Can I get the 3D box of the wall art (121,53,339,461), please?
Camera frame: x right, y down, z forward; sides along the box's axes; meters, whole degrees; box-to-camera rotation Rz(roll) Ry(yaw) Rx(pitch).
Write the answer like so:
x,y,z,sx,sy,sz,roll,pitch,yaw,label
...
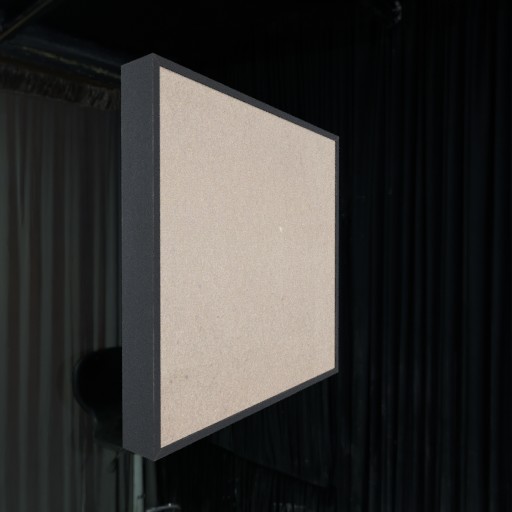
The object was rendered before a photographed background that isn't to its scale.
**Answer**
x,y,z,sx,sy,sz,roll,pitch,yaw,label
0.000,0.000,0.464,0.038,0.305,0.305,1,1,37,wall art
